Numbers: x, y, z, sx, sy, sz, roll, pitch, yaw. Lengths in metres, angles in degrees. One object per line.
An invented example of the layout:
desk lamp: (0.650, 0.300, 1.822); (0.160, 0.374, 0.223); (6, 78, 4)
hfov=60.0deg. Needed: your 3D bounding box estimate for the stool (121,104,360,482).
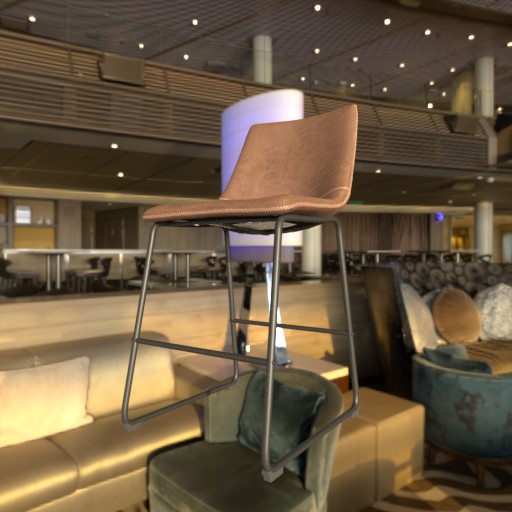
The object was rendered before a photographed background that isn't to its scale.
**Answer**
stool: (0.000, 0.000, 1.212); (0.460, 0.890, 0.550); (0, 1, 35)
